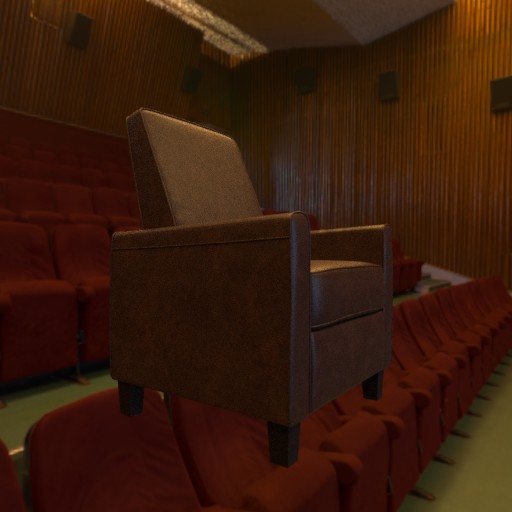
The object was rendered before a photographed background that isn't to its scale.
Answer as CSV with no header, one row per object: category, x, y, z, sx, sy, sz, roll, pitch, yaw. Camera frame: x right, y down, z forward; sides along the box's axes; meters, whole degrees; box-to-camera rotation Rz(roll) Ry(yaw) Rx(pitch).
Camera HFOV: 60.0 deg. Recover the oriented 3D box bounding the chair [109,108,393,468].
chair,0.000,0.000,1.511,0.746,1.013,0.705,0,1,36
